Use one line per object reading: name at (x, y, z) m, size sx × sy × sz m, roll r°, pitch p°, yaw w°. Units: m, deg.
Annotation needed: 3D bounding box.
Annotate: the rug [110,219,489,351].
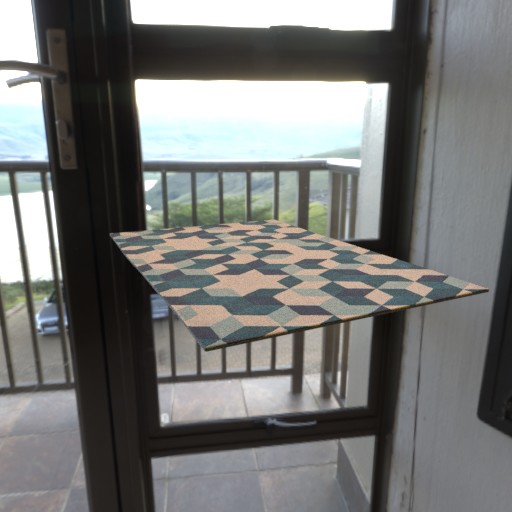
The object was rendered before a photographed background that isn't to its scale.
rug at (0.000, 0.000, 2.338) m, size 1.235 × 0.014 × 1.829 m, roll -7°, pitch 16°, yaw -25°
